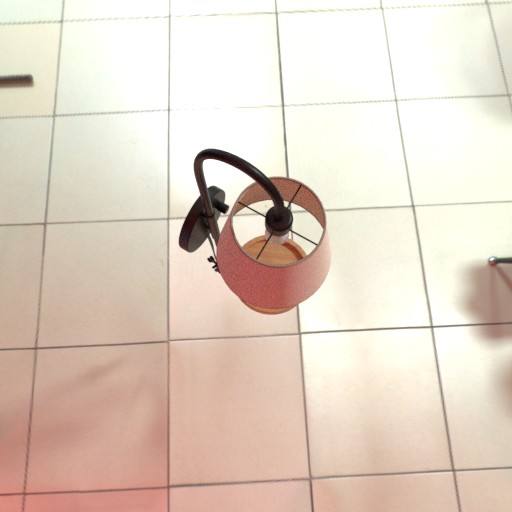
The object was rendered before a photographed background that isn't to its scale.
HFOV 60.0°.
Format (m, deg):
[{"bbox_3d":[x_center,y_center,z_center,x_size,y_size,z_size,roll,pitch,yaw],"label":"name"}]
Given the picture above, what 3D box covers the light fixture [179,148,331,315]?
[{"bbox_3d":[0.000,0.000,0.952,0.299,0.821,0.220,29,77,8],"label":"light fixture"}]
